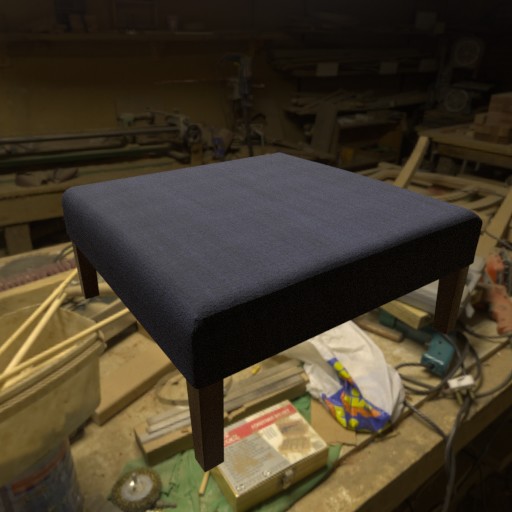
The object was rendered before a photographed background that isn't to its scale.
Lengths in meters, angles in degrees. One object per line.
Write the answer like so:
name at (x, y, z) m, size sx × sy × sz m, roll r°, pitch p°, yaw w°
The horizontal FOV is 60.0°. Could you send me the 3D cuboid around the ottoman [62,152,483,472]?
ottoman at (0.000, 0.000, 1.359) m, size 0.889 × 0.411 × 0.890 m, roll -17°, pitch 31°, yaw -31°
